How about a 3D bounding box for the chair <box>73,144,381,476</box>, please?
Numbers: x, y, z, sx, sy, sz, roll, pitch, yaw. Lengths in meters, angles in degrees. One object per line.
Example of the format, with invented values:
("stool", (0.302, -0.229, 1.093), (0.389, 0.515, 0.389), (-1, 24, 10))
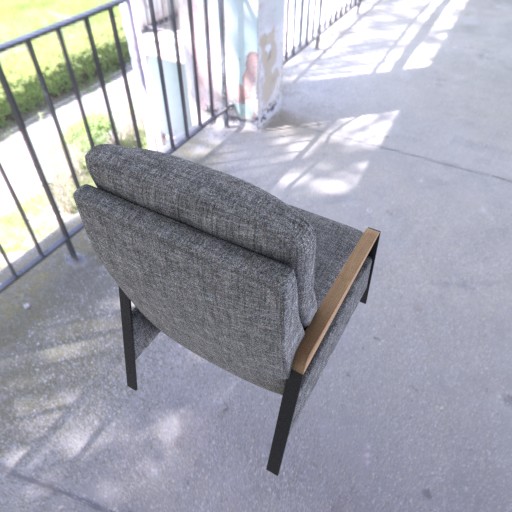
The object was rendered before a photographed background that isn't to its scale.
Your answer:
("chair", (0.000, 0.000, 1.522), (0.671, 1.042, 0.868), (22, 50, 20))
